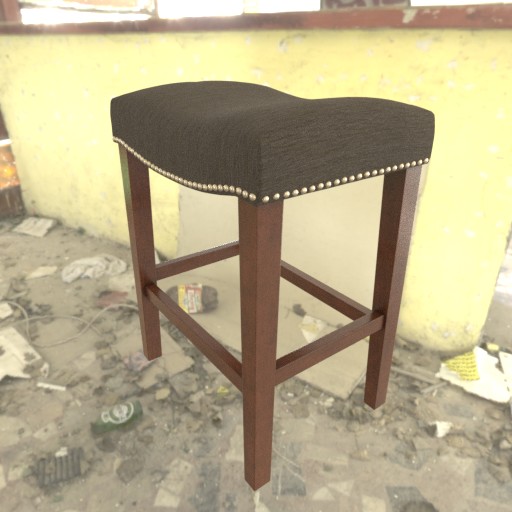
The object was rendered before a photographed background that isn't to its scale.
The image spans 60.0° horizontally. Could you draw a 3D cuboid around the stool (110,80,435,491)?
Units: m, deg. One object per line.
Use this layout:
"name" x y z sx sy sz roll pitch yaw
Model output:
"stool" 0.000 0.000 0.923 0.372 0.654 0.504 -18 31 -32
